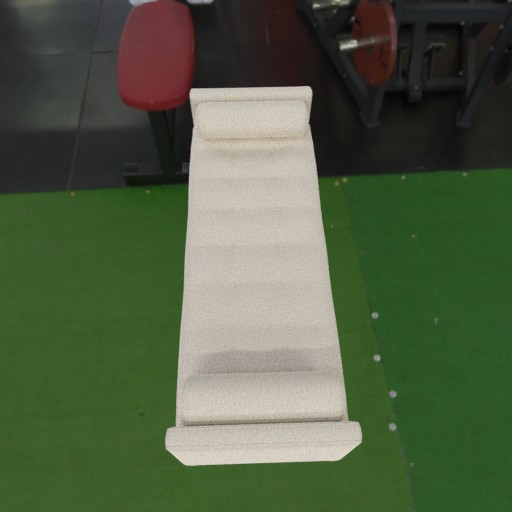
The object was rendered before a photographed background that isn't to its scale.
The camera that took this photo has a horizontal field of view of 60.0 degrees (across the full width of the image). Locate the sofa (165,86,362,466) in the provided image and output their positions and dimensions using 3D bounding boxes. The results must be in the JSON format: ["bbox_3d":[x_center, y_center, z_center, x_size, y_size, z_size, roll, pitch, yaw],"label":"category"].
[{"bbox_3d":[0.000,0.000,2.368,0.746,0.641,1.985,-2,59,-1],"label":"sofa"}]
